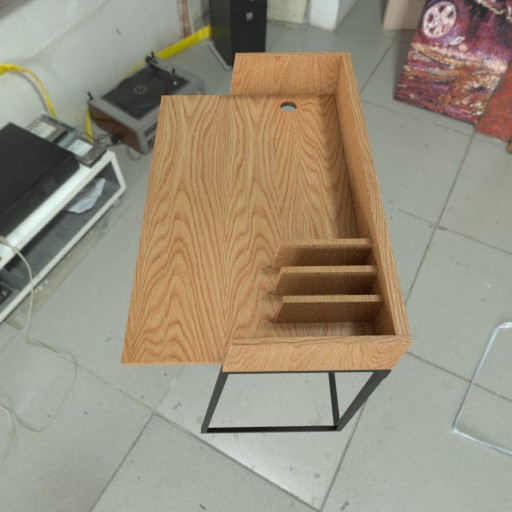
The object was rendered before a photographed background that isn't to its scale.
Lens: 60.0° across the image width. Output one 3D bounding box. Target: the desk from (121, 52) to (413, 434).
[{"bbox_3d":[0.000,0.000,1.844,0.769,1.061,1.191,-1,58,0],"label":"desk"}]
